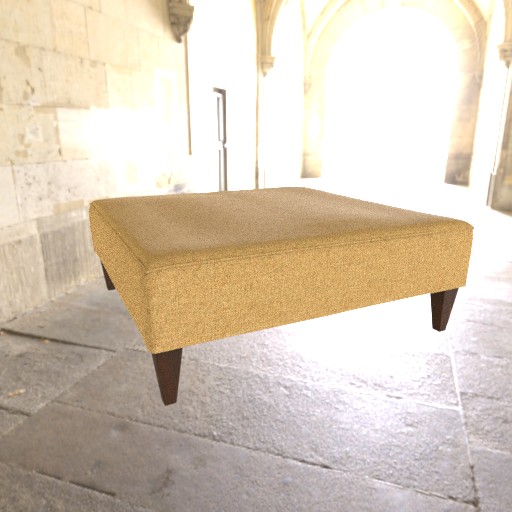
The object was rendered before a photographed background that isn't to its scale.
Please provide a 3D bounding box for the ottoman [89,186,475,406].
[{"bbox_3d":[0.000,0.000,1.544,0.981,0.378,0.970,-8,18,-25],"label":"ottoman"}]
